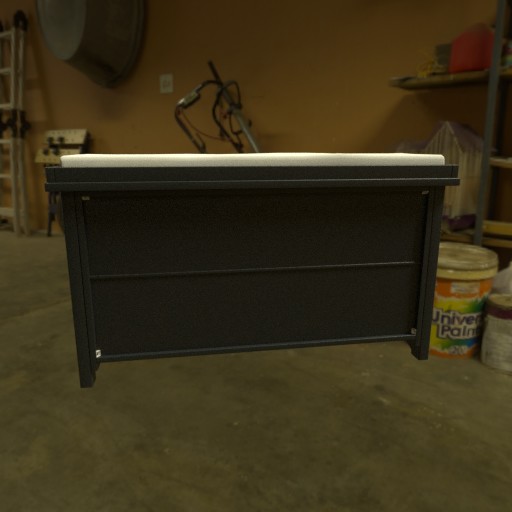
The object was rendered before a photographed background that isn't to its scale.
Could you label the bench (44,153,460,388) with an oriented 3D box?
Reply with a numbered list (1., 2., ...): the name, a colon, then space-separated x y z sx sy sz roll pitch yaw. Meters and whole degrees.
1. bench: 0.000 0.000 1.239 0.973 0.561 0.345 -2 14 -9
